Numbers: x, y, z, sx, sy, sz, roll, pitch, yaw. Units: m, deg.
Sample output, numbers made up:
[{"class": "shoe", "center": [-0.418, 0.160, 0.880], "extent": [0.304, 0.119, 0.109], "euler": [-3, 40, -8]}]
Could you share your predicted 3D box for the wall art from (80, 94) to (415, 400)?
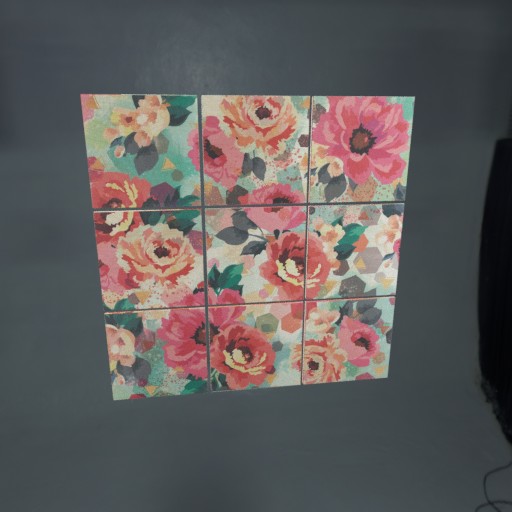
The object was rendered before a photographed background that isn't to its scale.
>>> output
[{"class": "wall art", "center": [0.000, 0.000, 1.336], "extent": [0.911, 0.910, 0.012], "euler": [-2, 17, -8]}]
